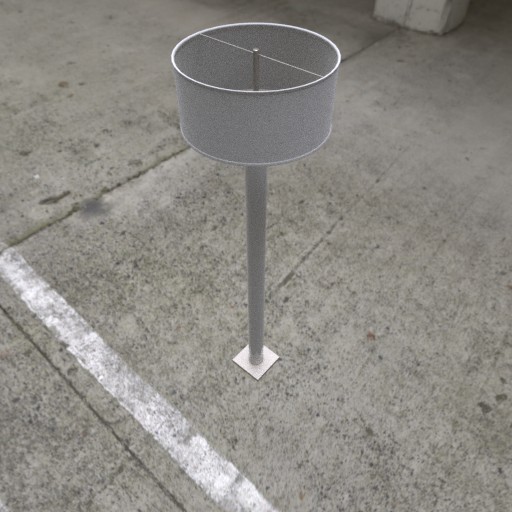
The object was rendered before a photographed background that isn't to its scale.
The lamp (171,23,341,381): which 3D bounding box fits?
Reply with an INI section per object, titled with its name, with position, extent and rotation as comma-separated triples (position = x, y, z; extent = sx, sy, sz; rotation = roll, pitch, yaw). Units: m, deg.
[lamp]
position = 0.000, 0.000, 1.626
extent = 0.420, 1.475, 0.420
rotation = 32, 54, 27
